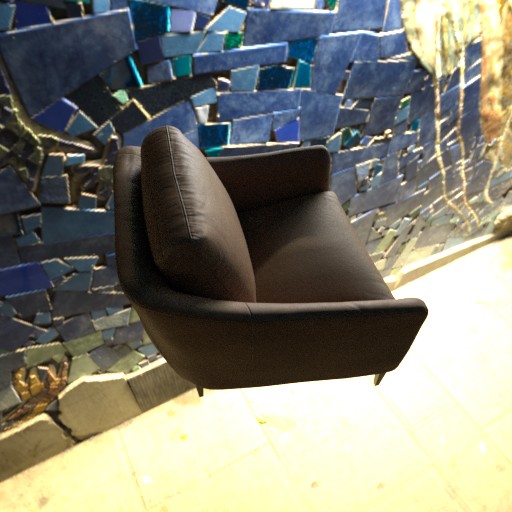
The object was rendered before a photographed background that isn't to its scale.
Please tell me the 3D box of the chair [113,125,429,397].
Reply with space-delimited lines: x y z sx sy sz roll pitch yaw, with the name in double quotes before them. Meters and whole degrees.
"chair" 0.000 0.000 1.772 0.963 0.895 0.988 -10 47 -9
